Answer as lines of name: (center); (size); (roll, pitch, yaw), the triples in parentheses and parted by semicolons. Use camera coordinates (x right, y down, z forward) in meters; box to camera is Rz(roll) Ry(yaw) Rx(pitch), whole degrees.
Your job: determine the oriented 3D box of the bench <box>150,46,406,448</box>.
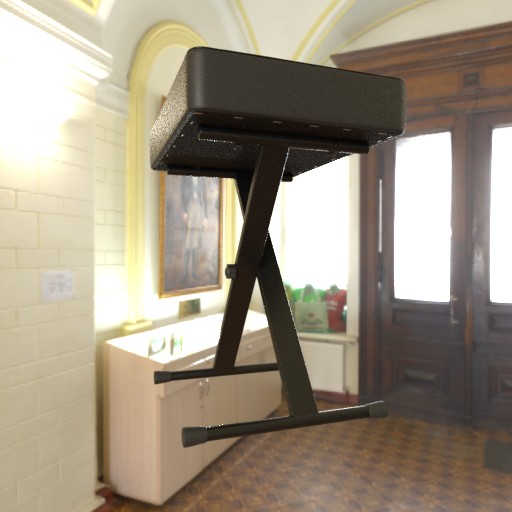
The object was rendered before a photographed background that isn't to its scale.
bench: (0.000, 0.000, 0.774); (0.321, 0.500, 0.424); (0, 0, -20)
